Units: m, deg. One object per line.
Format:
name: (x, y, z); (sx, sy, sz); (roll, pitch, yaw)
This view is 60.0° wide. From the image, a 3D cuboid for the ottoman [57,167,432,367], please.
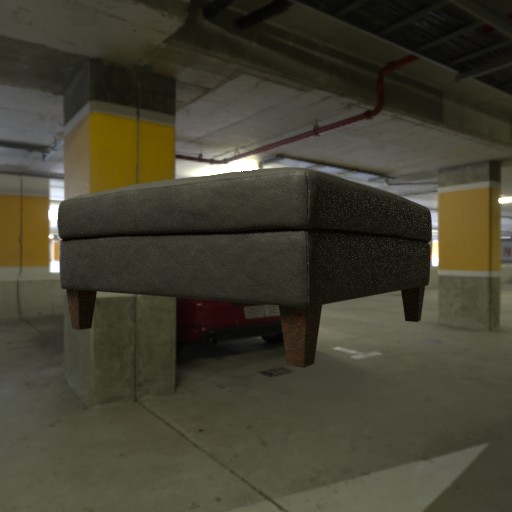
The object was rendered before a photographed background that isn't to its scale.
ottoman: (0.000, 0.000, 1.343); (0.844, 0.415, 0.836); (0, 0, 36)
